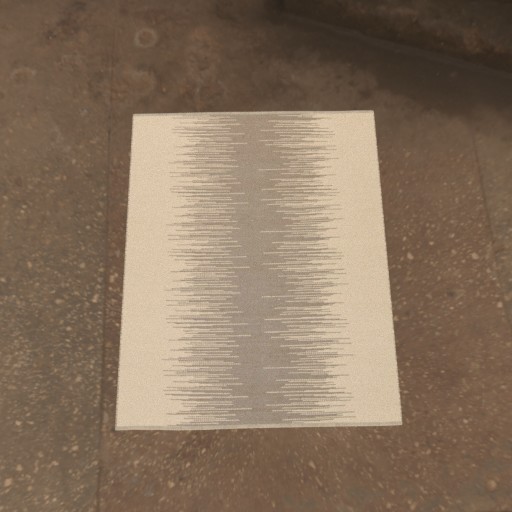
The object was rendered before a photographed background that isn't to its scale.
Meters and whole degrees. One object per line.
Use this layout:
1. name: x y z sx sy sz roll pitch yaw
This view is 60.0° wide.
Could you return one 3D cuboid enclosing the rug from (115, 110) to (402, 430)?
1. rug: 0.000 0.000 4.149 2.453 0.010 3.037 -1 76 0
